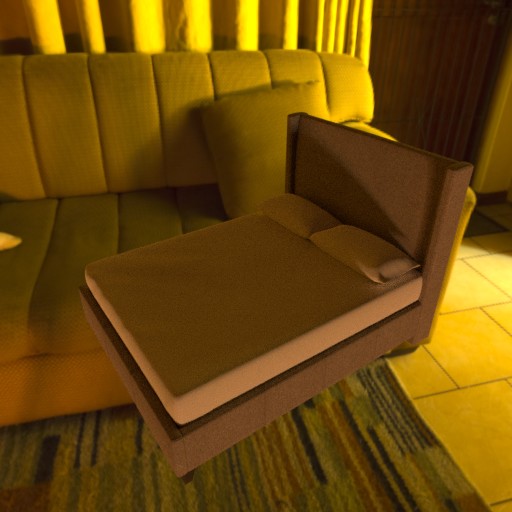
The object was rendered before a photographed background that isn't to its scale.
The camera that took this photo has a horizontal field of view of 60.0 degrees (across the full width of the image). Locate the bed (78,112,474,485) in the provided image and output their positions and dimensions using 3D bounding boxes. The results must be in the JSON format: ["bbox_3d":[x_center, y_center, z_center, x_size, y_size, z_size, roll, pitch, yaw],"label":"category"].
[{"bbox_3d":[0.000,0.000,3.279,2.245,1.481,1.714,-20,37,-29],"label":"bed"}]
